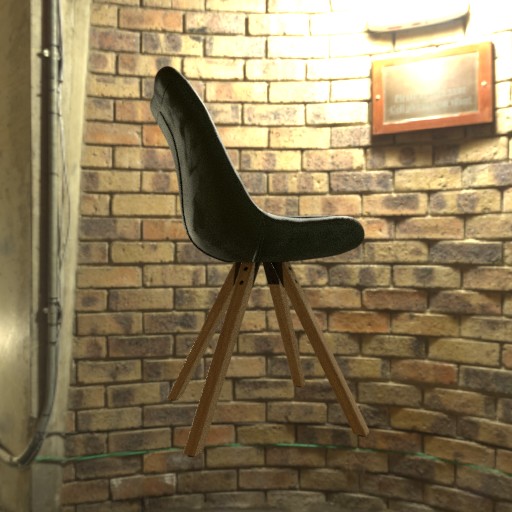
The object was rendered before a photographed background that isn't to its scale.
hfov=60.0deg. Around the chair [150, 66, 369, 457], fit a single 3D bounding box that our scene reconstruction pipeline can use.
[{"bbox_3d":[0.000,0.000,1.203,0.547,0.865,0.483,0,1,-17],"label":"chair"}]
